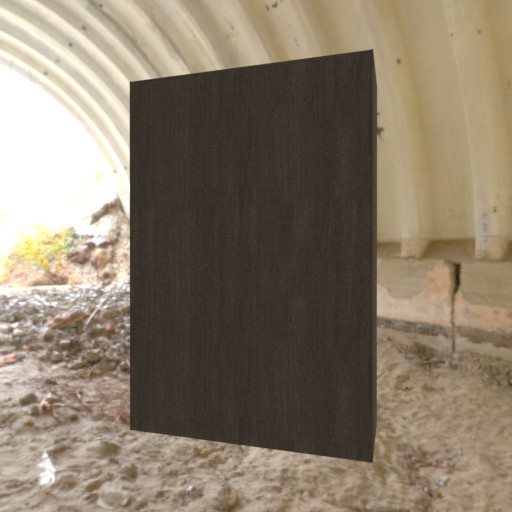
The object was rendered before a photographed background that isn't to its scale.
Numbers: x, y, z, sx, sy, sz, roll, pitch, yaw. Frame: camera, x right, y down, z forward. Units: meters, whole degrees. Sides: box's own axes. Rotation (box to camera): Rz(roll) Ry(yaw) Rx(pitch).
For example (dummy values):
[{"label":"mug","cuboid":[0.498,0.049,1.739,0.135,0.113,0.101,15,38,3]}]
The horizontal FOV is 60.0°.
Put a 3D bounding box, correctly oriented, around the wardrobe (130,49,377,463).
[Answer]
[{"label":"wardrobe","cuboid":[0.000,0.000,2.480,1.290,1.910,0.510,0,0,17]}]
